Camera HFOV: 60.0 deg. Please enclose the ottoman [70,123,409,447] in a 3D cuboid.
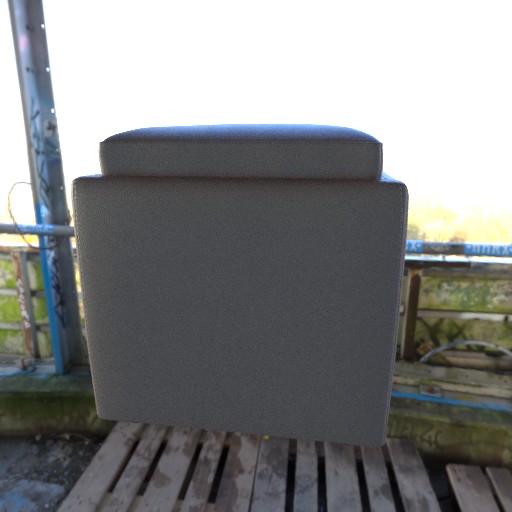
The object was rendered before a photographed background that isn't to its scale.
[{"bbox_3d":[0.000,0.000,0.803,0.450,0.460,0.451,2,16,9],"label":"ottoman"}]
